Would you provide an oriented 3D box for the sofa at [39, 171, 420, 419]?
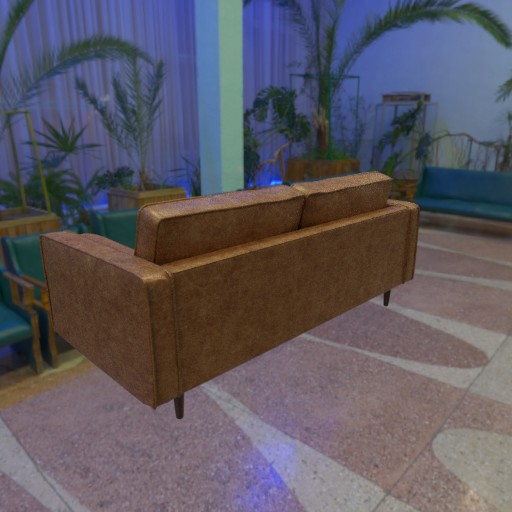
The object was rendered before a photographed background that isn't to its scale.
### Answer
[{"bbox_3d":[0.000,0.000,2.390,1.920,0.825,0.924,-16,23,-42],"label":"sofa"}]
